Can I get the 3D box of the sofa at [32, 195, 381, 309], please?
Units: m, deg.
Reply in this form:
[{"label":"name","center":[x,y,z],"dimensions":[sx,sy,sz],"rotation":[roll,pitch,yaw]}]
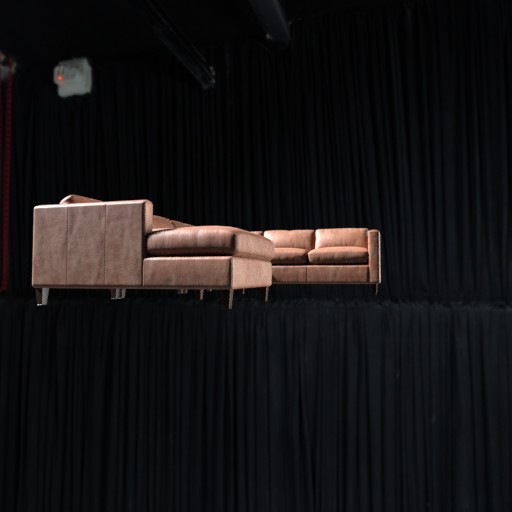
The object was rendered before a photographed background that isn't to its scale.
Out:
[{"label":"sofa","center":[0.000,0.000,4.519],"dimensions":[2.430,0.832,3.401],"rotation":[-1,-3,16]}]
